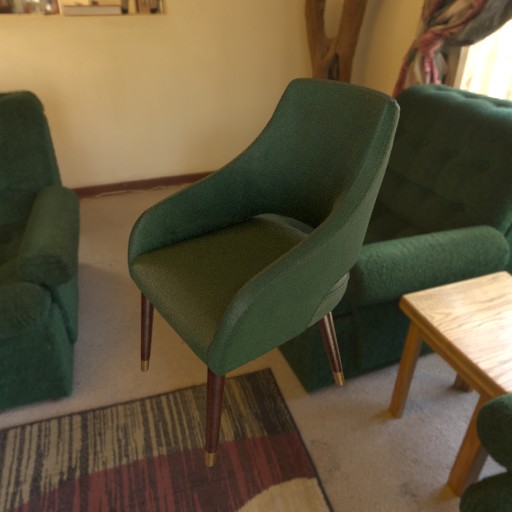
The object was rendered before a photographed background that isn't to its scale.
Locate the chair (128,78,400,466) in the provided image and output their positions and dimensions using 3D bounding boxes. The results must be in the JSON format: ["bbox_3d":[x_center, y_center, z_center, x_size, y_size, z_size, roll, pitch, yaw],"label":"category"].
[{"bbox_3d":[0.000,0.000,1.571,0.794,1.081,0.683,-21,37,-30],"label":"chair"}]
